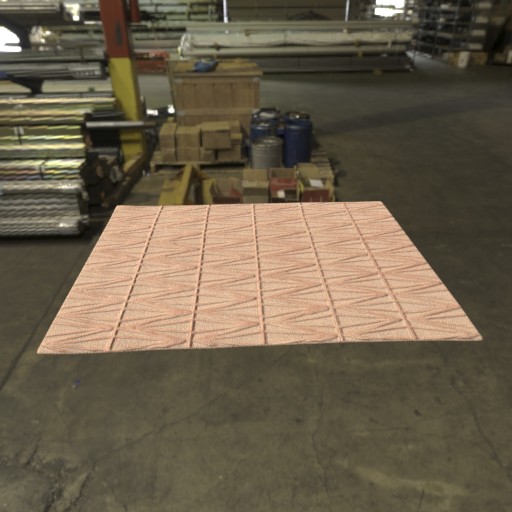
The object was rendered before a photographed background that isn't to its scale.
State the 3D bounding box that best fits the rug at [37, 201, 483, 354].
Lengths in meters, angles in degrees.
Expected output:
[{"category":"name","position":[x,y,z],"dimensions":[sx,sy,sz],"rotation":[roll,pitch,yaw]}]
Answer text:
[{"category":"rug","position":[0.000,0.000,4.056],"dimensions":[3.052,0.043,2.453],"rotation":[-1,30,-2]}]
